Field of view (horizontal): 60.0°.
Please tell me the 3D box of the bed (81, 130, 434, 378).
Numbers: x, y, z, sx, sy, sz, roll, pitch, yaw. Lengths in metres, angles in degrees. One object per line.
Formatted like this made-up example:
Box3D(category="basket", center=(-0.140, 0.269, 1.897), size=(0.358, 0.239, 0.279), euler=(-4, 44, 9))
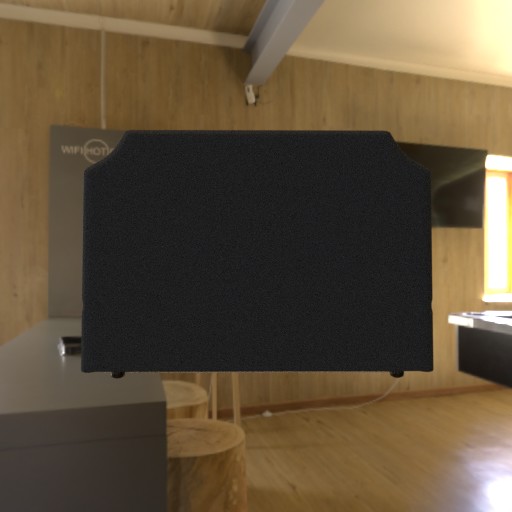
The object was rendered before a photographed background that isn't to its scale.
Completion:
Box3D(category="bed", center=(0.000, 0.000, 3.400), size=(1.831, 1.297, 2.260), euler=(0, -1, 0))
